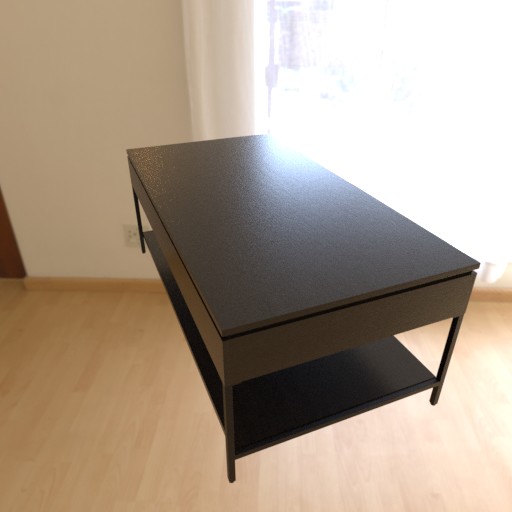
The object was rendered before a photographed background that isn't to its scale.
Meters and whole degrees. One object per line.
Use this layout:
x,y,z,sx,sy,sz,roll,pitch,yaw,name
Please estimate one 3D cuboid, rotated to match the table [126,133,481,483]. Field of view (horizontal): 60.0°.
0.000,0.000,1.385,0.574,0.435,1.095,-12,33,-19,table
